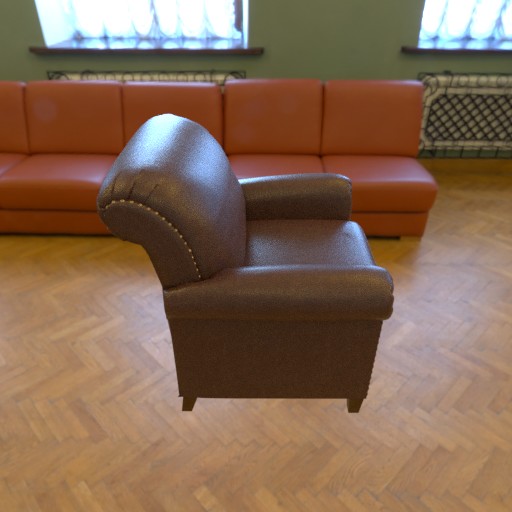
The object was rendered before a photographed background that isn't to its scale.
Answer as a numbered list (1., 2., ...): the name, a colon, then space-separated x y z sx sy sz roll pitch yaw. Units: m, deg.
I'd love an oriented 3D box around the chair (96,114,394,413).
1. chair: 0.000 0.000 1.669 0.890 0.927 0.854 0 34 0
